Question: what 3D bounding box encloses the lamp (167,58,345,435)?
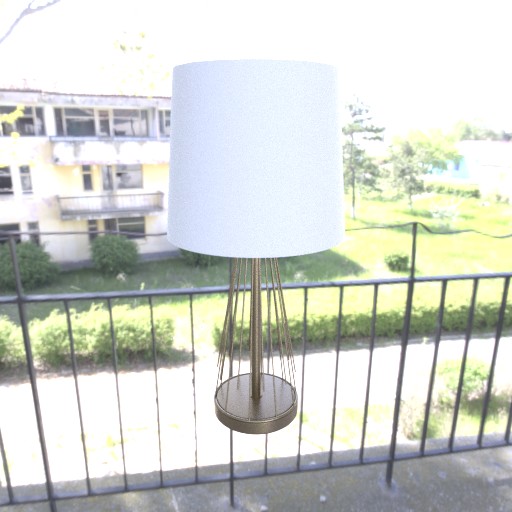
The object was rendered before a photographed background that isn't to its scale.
[{"bbox_3d":[0.000,0.000,0.780,0.303,0.618,0.303,0,16,0],"label":"lamp"}]
